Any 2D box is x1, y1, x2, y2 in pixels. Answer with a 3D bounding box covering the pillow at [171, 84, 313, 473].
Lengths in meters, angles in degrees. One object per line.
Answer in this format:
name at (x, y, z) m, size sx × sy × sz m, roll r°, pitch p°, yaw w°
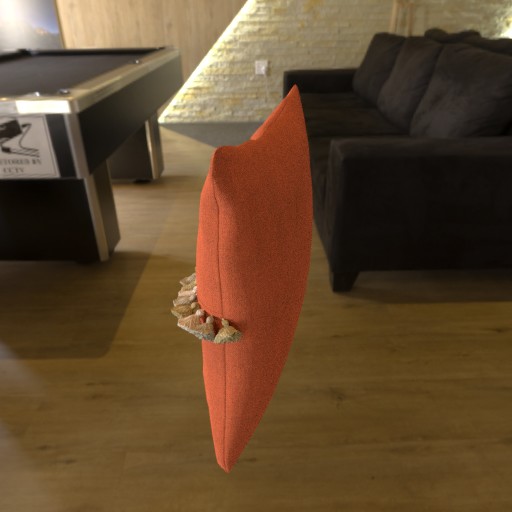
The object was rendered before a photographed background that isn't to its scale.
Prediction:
pillow at (0.000, 0.000, 0.745) m, size 0.165 × 0.482 × 0.490 m, roll 7°, pitch 30°, yaw 13°
